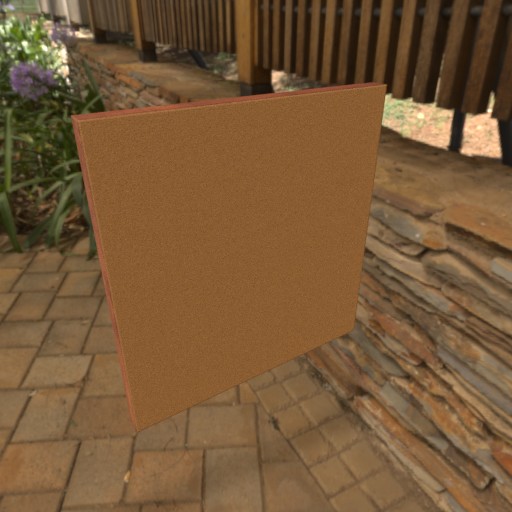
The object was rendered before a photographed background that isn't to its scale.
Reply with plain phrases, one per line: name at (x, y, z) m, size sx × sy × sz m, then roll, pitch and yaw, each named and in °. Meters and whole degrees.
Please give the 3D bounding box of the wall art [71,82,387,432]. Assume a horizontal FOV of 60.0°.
wall art at (0.000, 0.000, 0.837) m, size 0.554 × 0.572 × 0.037 m, roll -18°, pitch 34°, yaw -28°
